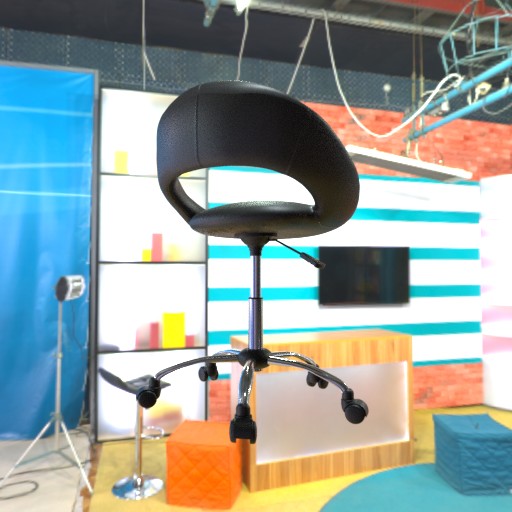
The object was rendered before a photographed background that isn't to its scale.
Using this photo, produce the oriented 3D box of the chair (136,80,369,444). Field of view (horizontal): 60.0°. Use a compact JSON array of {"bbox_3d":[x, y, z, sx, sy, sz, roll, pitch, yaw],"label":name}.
[{"bbox_3d":[0.000,0.000,1.204,0.612,0.791,0.538,-2,-3,36],"label":"chair"}]
